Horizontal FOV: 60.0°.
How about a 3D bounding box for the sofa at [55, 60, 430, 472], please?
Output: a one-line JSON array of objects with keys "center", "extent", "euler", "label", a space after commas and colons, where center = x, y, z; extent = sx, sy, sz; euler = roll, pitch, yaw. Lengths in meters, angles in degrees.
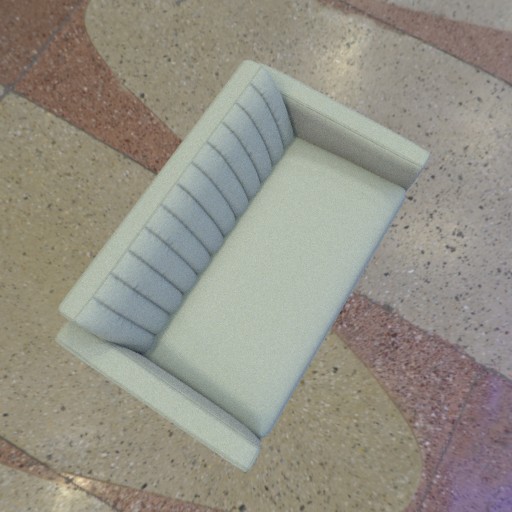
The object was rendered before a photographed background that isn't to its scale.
[{"center": [0.000, 0.000, 2.126], "extent": [0.950, 0.801, 1.585], "euler": [31, 77, 8], "label": "sofa"}]
